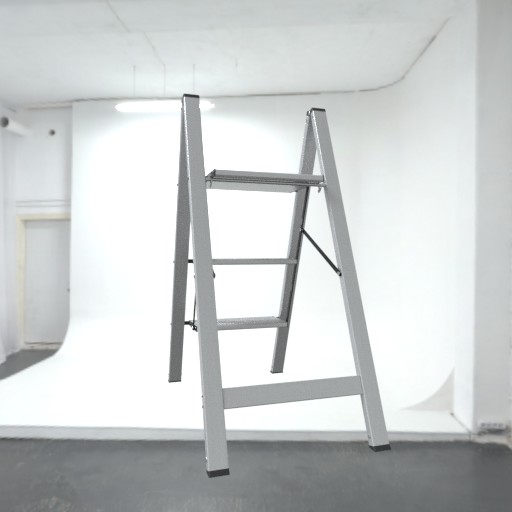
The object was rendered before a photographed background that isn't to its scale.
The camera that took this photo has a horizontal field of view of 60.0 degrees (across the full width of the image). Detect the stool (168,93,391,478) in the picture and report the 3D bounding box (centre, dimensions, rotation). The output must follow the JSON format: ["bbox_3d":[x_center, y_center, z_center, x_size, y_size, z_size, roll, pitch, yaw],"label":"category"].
[{"bbox_3d":[0.000,0.000,1.316,0.441,0.902,0.730,0,0,-18],"label":"stool"}]
